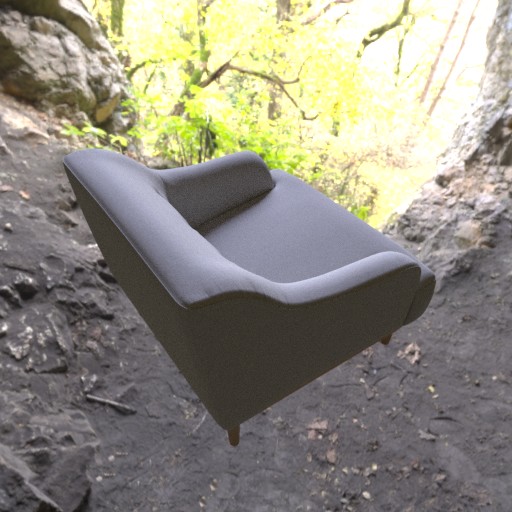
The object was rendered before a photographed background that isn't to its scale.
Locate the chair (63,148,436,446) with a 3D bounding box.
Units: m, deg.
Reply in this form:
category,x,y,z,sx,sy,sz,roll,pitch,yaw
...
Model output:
category,x,y,z,sx,sy,sz,roll,pitch,yaw
chair,0.000,0.000,1.613,0.951,0.818,0.946,-26,48,-26
